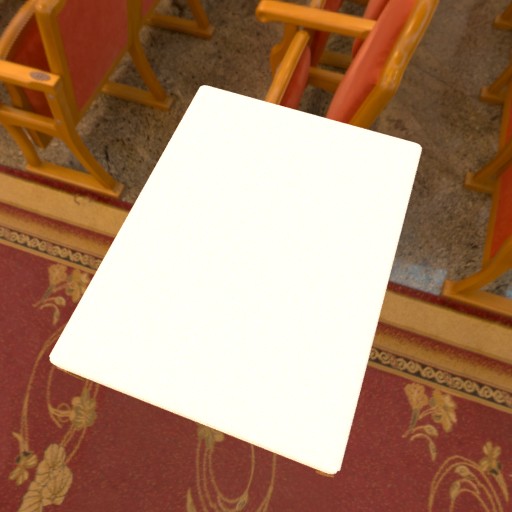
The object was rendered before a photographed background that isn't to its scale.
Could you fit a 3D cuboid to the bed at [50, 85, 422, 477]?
[{"bbox_3d":[0.000,0.000,2.703,1.536,0.431,2.016,18,66,8],"label":"bed"}]
